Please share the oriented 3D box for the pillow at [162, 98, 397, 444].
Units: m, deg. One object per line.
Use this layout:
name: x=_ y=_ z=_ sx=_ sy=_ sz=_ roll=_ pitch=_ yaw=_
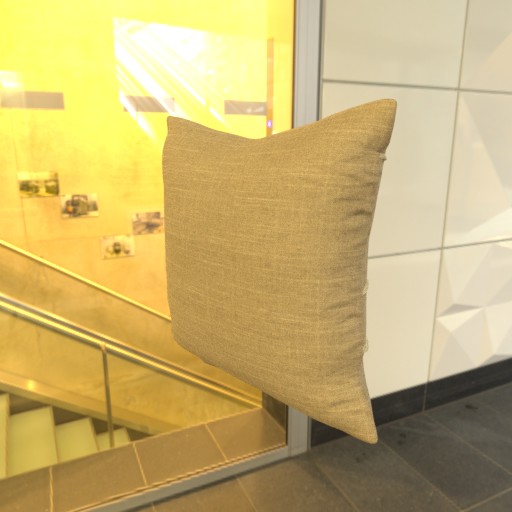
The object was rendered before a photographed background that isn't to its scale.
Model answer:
pillow: x=0.000 y=0.000 z=0.635 sx=0.169 sy=0.400 sz=0.424 roll=-14 pitch=20 yaw=-43
